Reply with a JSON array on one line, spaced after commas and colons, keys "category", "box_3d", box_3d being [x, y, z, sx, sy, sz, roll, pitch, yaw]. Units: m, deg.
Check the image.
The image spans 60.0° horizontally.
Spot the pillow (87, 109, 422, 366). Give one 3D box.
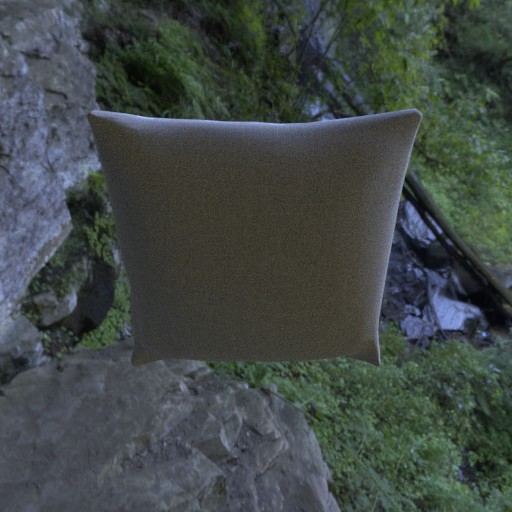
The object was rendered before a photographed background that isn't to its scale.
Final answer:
[{"category": "pillow", "box_3d": [0.000, 0.000, 0.773, 0.496, 0.491, 0.219, -1, 31, -1]}]
